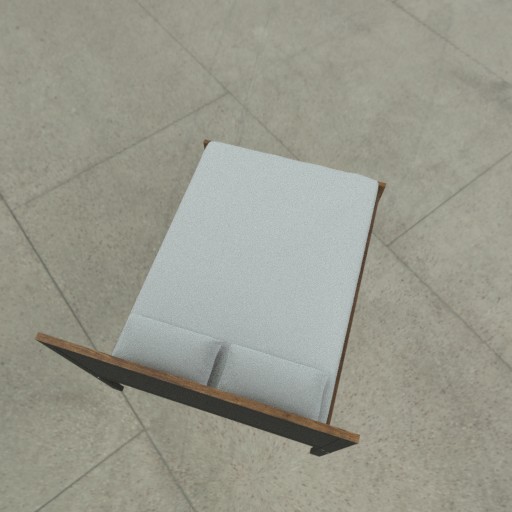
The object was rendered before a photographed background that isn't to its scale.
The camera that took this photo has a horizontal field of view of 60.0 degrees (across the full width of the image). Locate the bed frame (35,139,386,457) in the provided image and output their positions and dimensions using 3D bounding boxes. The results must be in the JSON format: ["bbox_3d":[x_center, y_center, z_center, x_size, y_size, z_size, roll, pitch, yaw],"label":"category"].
[{"bbox_3d":[0.000,0.000,3.295,1.696,1.417,2.276,15,64,8],"label":"bed frame"}]
